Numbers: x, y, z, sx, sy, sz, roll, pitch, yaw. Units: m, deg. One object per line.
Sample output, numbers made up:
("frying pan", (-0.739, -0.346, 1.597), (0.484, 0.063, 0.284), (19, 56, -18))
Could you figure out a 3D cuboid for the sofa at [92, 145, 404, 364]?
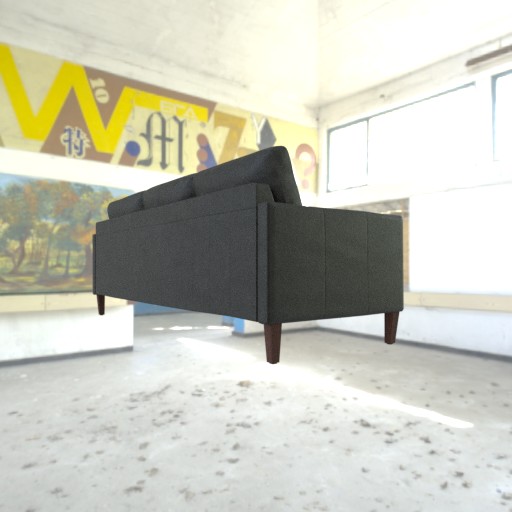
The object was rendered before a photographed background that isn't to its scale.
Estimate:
("sofa", (0.000, 0.000, 2.932), (1.497, 0.876, 2.178), (1, -2, -37))
